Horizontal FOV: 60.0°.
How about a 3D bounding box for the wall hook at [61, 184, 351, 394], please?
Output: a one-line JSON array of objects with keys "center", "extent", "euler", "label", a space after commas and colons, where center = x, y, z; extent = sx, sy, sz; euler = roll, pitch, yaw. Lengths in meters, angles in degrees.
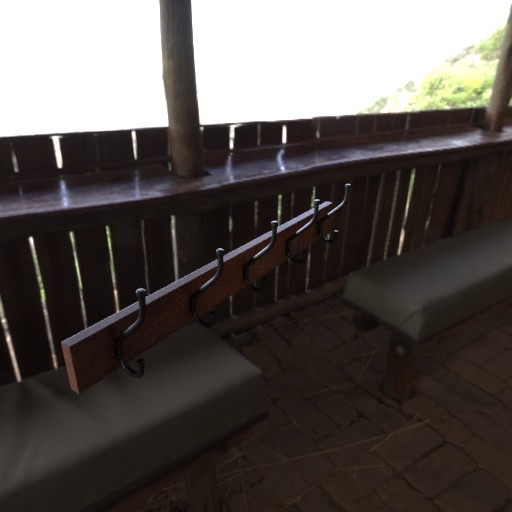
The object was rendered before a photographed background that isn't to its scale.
[{"center": [0.000, 0.000, 0.636], "extent": [0.071, 0.117, 0.571], "euler": [17, 29, 32], "label": "wall hook"}]
